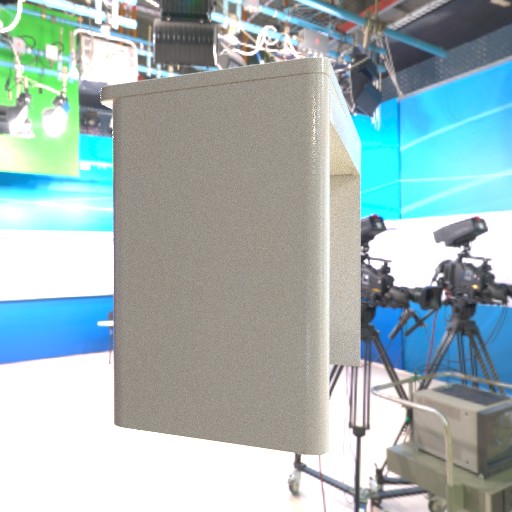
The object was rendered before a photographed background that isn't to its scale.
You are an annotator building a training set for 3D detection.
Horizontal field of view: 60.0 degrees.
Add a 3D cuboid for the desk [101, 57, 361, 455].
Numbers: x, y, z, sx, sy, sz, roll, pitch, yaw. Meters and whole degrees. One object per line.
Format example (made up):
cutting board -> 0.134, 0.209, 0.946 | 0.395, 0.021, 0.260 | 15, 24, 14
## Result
desk -> 0.000, 0.000, 1.321 | 0.549, 0.800, 0.762 | 0, 1, 18
